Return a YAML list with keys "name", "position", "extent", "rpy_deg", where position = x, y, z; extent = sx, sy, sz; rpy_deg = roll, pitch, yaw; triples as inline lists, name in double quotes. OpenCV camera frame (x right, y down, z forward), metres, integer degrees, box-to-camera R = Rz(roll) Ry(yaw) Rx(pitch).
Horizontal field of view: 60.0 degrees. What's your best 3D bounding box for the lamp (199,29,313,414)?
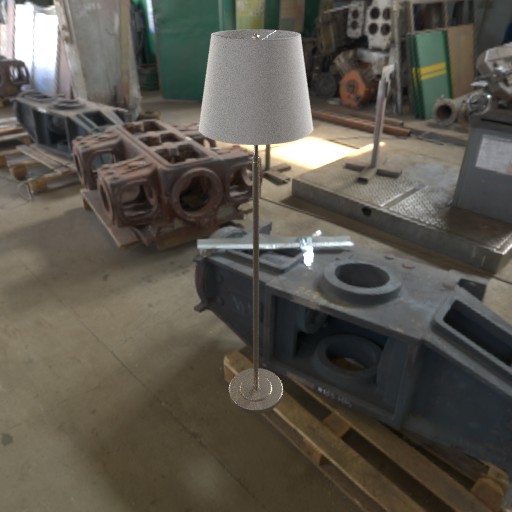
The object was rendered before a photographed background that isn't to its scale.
- name: "lamp"
  position: [0.000, 0.000, 1.638]
  extent: [0.355, 1.473, 0.355]
  rpy_deg: [0, 32, 0]
